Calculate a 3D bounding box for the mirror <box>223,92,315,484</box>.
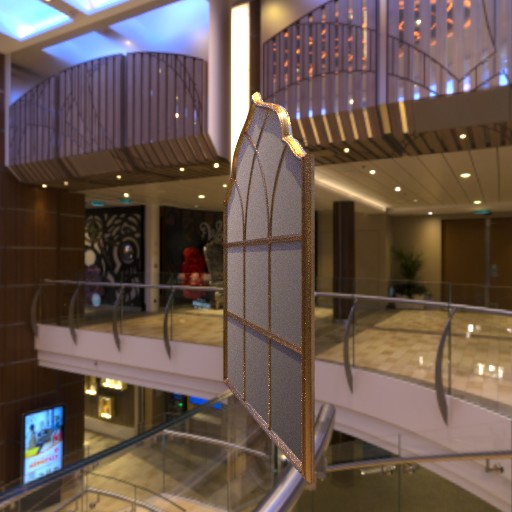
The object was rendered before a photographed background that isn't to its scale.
[{"bbox_3d":[0.000,0.000,0.860,0.018,0.635,0.513,0,0,-17],"label":"mirror"}]
